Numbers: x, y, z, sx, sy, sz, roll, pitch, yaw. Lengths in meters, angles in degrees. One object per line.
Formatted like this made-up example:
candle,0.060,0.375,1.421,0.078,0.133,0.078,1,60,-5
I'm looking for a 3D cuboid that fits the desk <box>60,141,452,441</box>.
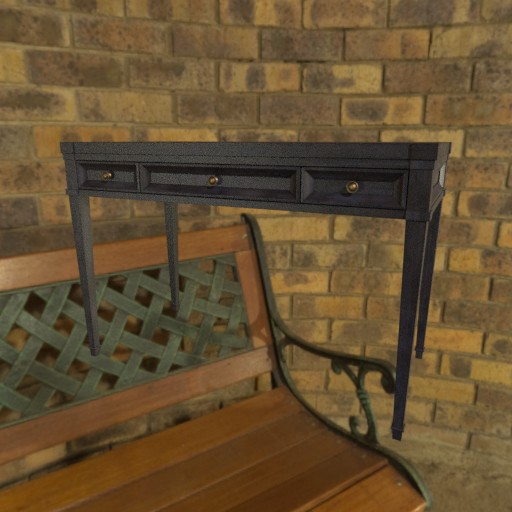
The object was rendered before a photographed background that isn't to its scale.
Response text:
desk,0.000,0.000,1.728,1.289,0.861,0.630,7,16,25
